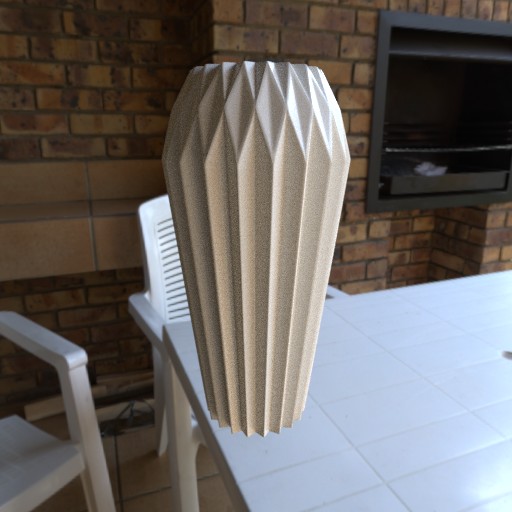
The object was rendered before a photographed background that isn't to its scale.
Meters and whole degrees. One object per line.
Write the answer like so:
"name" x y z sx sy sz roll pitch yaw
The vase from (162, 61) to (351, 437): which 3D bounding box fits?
"vase" 0.000 0.000 0.338 0.133 0.263 0.133 0 16 0
